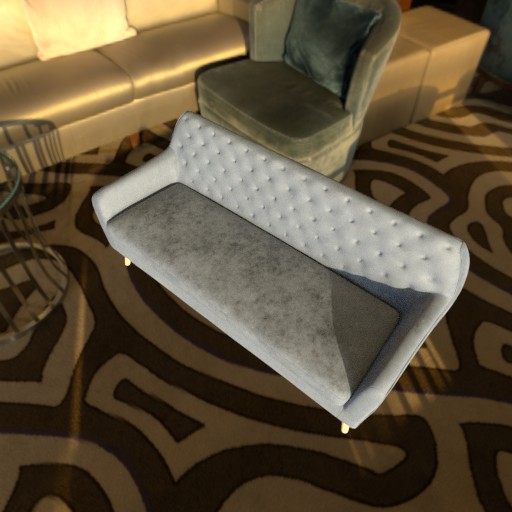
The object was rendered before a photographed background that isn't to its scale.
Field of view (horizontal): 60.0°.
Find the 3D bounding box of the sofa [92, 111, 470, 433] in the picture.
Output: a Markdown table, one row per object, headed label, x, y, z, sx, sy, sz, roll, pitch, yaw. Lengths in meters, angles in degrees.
| label | x | y | z | sx | sy | sz | roll | pitch | yaw |
| --- | --- | --- | --- | --- | --- | --- | --- | --- | --- |
| sofa | 0.000 | 0.000 | 2.490 | 1.975 | 0.832 | 0.841 | 32 | 55 | 26 |
